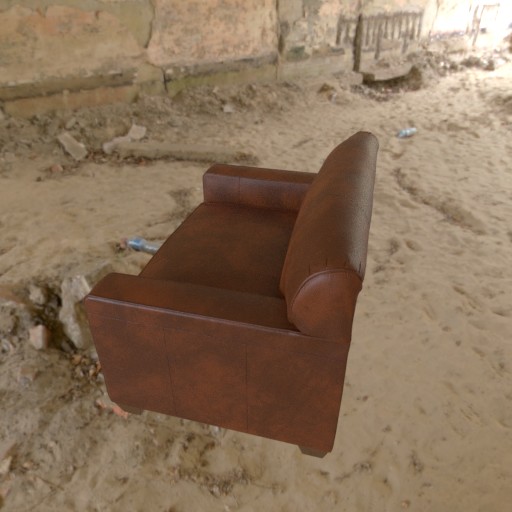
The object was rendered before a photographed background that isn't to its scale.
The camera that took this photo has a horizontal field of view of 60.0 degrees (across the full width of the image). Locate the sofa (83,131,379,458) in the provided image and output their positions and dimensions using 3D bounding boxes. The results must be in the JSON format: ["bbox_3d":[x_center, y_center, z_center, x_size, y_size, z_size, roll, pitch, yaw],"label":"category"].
[{"bbox_3d":[0.000,0.000,2.119,1.000,0.956,1.413,8,33,13],"label":"sofa"}]
